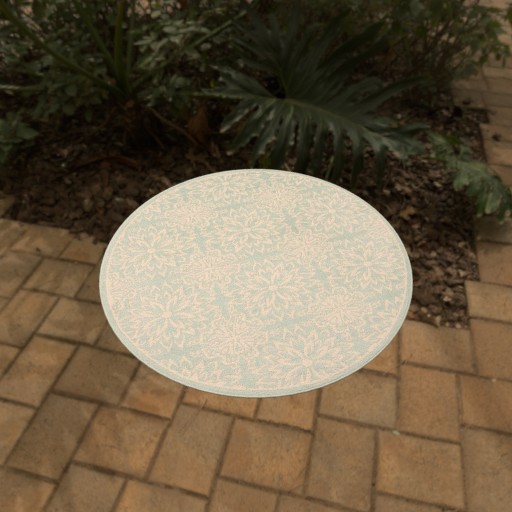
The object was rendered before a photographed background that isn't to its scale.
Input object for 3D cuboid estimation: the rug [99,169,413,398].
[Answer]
[{"bbox_3d":[0.000,0.000,2.320,1.593,0.012,1.593,0,45,0],"label":"rug"}]
